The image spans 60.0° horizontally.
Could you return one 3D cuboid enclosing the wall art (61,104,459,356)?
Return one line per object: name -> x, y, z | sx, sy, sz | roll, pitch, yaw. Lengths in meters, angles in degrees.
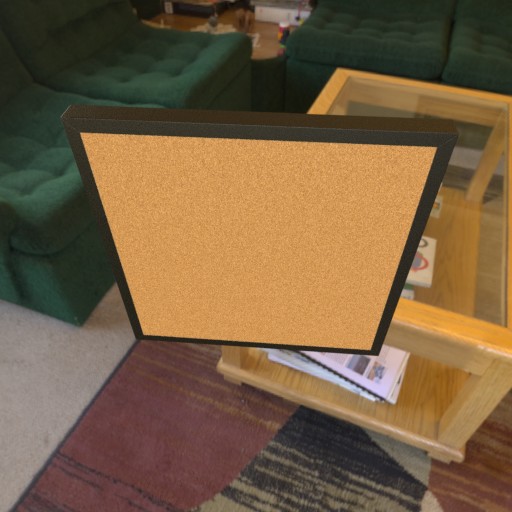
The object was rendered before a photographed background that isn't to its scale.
wall art -> 0.000, 0.000, 0.754 | 0.508, 0.508, 0.036 | 3, 45, 3
